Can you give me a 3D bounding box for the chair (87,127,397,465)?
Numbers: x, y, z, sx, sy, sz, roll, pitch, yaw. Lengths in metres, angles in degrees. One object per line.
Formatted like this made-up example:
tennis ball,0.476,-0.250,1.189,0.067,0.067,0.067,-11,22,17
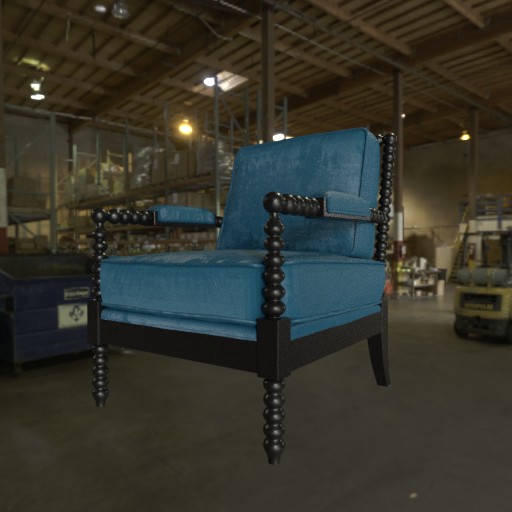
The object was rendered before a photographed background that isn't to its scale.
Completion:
chair,0.000,0.000,1.389,0.688,0.857,0.805,0,1,35
